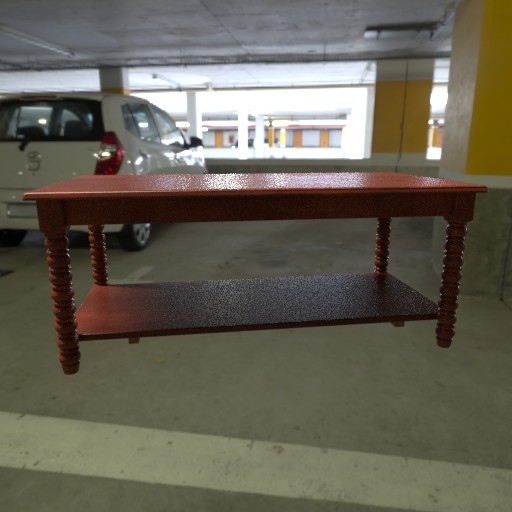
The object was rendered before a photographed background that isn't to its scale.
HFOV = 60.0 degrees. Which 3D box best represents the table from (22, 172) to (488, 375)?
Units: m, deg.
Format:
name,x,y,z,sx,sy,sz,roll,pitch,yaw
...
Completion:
name,x,y,z,sx,sy,sz,roll,pitch,yaw
table,0.000,0.000,1.426,1.171,0.485,0.580,-2,14,-8
